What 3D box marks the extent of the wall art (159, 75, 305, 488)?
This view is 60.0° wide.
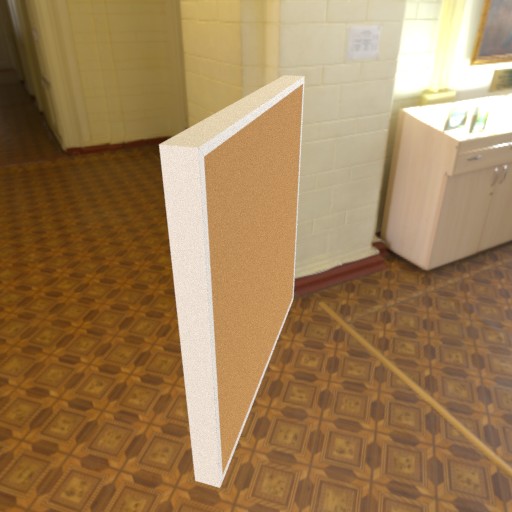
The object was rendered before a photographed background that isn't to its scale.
[{"bbox_3d":[0.000,0.000,0.751,0.040,0.509,0.509,8,30,14],"label":"wall art"}]
